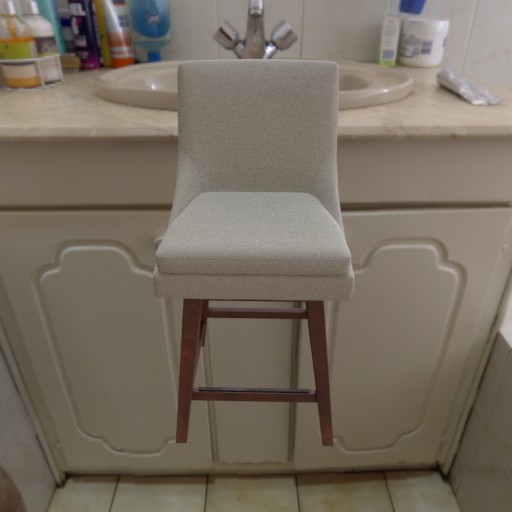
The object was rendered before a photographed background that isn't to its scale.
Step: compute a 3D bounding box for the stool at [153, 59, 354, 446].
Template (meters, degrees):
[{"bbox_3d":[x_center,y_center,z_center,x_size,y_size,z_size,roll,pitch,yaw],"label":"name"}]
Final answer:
[{"bbox_3d":[0.000,0.000,1.282,0.469,0.991,0.559,1,30,1],"label":"stool"}]
